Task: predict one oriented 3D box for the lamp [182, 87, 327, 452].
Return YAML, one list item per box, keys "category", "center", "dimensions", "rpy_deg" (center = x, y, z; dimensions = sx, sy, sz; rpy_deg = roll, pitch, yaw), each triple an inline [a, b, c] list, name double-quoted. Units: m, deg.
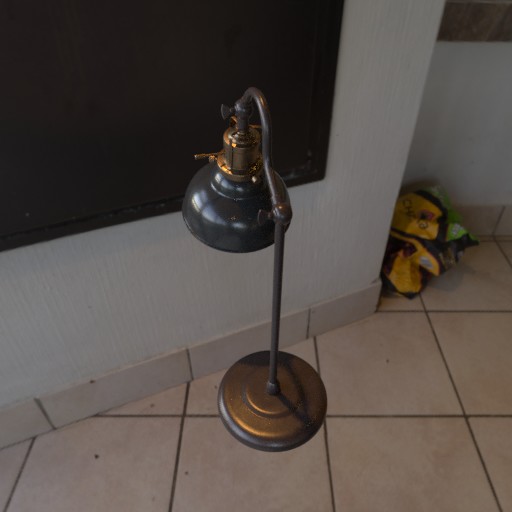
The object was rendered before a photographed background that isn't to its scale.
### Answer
- category: "lamp"
  center: [0.000, 0.000, 0.678]
  dimensions: [0.192, 0.508, 0.374]
  rpy_deg: [-12, 42, -14]
